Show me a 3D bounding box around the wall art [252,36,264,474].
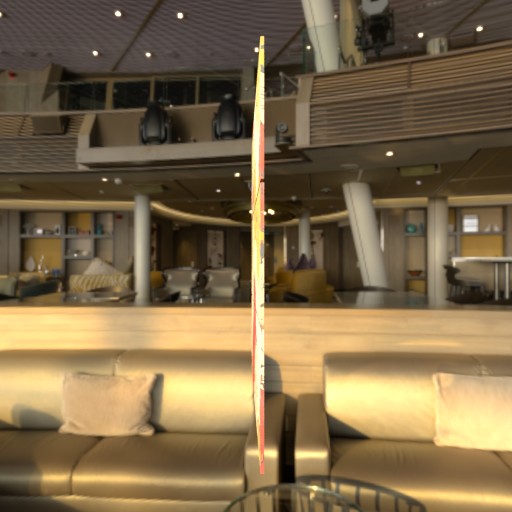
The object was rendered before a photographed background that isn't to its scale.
[{"bbox_3d":[0.000,0.000,2.313,0.013,1.534,1.519,0,-1,-2],"label":"wall art"}]
